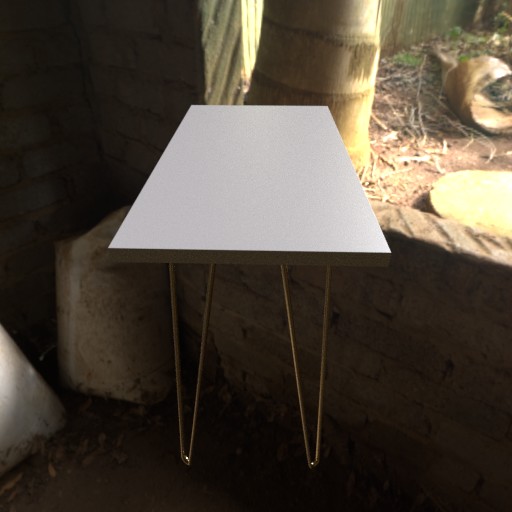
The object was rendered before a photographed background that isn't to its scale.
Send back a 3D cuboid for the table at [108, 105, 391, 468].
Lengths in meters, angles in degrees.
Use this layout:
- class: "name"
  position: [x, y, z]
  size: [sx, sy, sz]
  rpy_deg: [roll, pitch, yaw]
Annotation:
- class: "table"
  position: [0.000, 0.000, 1.371]
  size: [0.498, 0.660, 0.991]
  rpy_deg: [1, 33, 1]
